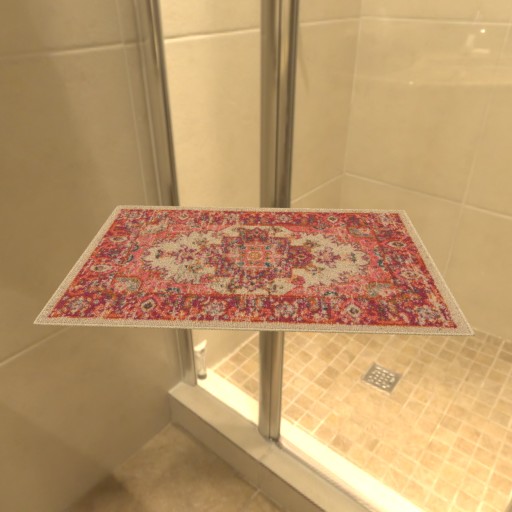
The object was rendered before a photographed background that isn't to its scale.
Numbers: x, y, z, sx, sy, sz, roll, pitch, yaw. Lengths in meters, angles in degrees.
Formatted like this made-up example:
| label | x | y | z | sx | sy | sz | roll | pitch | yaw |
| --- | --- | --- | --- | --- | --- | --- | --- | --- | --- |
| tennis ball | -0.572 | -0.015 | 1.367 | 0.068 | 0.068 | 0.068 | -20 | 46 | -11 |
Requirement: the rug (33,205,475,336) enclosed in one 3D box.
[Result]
| label | x | y | z | sx | sy | sz | roll | pitch | yaw |
| --- | --- | --- | --- | --- | --- | --- | --- | --- | --- |
| rug | 0.000 | 0.000 | 1.102 | 0.868 | 0.004 | 0.556 | 1 | 31 | 2 |
